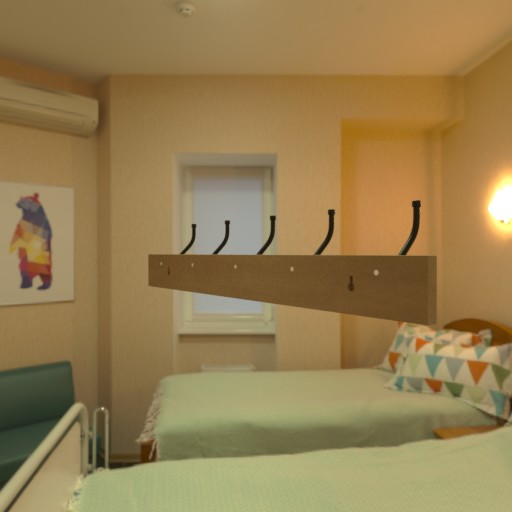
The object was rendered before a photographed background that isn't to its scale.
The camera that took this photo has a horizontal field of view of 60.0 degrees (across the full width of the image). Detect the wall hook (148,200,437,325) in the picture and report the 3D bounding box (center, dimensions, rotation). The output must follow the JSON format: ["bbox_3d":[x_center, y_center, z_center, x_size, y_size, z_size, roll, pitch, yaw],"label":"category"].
[{"bbox_3d":[0.000,0.000,0.625,0.071,0.117,0.571,0,0,-37],"label":"wall hook"}]
